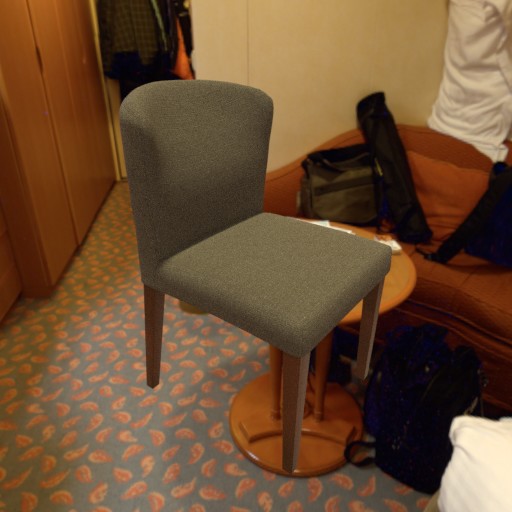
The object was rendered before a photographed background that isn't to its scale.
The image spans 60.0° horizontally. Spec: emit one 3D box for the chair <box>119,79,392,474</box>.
[{"bbox_3d":[0.000,0.000,1.171,0.589,0.839,0.491,18,32,32],"label":"chair"}]
